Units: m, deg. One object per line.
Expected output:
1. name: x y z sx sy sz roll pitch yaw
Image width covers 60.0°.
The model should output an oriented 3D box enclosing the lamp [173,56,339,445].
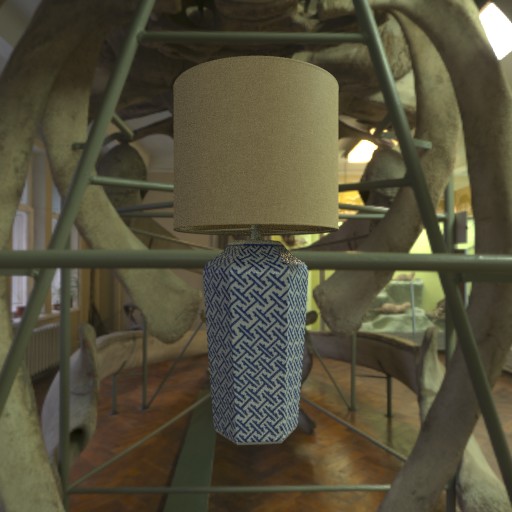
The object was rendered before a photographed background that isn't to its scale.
1. lamp: 0.000 0.000 0.869 0.320 0.682 0.320 0 -1 0
